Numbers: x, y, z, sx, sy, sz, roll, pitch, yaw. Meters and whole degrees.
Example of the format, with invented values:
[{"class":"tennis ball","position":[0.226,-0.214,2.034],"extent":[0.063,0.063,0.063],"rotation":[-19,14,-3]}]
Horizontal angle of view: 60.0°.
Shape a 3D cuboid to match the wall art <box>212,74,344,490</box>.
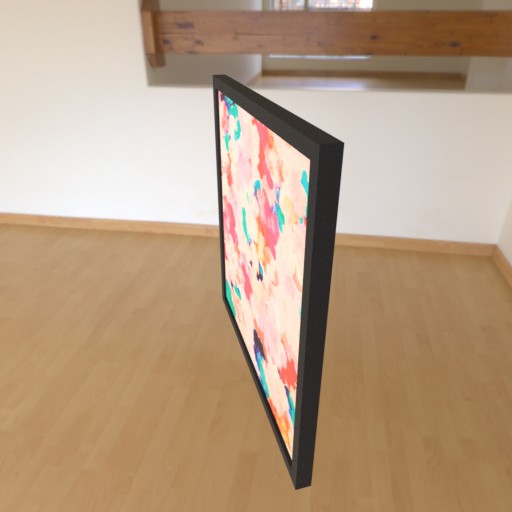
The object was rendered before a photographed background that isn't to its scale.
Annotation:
[{"class":"wall art","position":[0.000,0.000,0.445],"extent":[0.015,0.304,0.306],"rotation":[-8,30,-14]}]
